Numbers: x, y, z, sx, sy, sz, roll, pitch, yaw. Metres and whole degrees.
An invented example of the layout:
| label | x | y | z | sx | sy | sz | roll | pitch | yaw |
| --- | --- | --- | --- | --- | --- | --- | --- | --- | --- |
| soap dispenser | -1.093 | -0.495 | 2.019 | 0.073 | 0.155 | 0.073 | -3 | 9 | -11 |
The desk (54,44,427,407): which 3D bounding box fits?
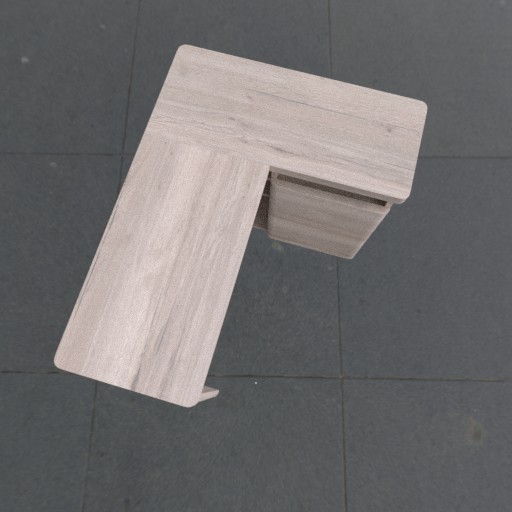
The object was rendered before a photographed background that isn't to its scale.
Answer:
| label | x | y | z | sx | sy | sz | roll | pitch | yaw |
| --- | --- | --- | --- | --- | --- | --- | --- | --- | --- |
| desk | 0.000 | 0.000 | 1.766 | 0.900 | 0.760 | 1.169 | 15 | 75 | 4 |
